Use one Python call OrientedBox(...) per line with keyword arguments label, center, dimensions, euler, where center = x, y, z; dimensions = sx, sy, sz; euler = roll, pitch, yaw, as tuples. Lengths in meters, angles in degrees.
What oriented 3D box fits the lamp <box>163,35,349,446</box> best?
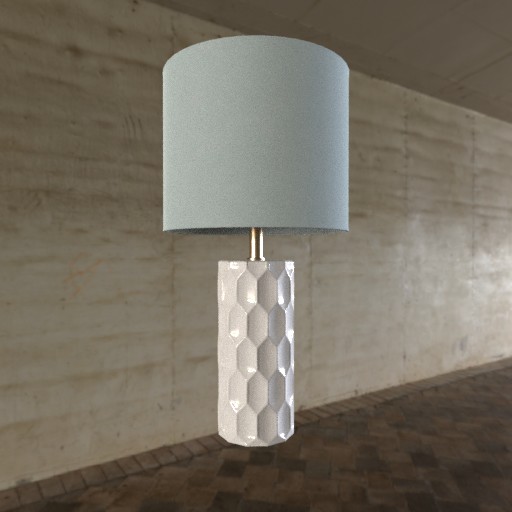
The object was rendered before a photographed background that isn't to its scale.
OrientedBox(label="lamp", center=(0.000, 0.000, 0.674), dimensions=(0.277, 0.534, 0.277), euler=(0, 1, -2))
